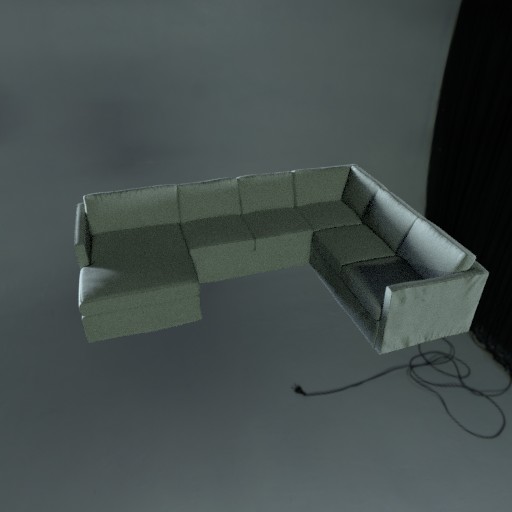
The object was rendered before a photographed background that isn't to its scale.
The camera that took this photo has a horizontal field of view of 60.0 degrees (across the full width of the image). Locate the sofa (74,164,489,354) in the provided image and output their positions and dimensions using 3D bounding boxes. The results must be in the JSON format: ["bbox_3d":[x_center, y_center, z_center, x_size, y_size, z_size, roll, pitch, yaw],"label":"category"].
[{"bbox_3d":[0.000,0.000,4.453,3.434,0.869,2.440,-10,34,-14],"label":"sofa"}]
